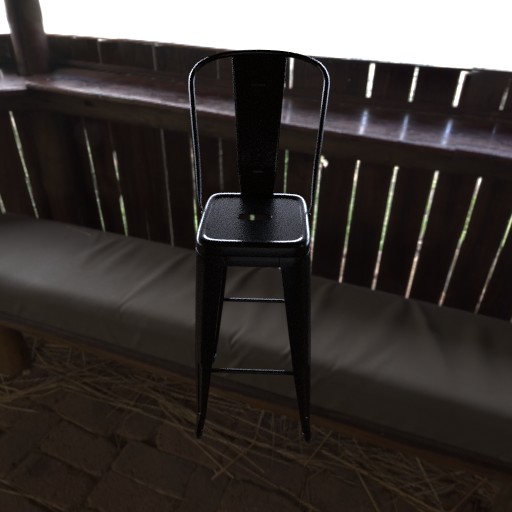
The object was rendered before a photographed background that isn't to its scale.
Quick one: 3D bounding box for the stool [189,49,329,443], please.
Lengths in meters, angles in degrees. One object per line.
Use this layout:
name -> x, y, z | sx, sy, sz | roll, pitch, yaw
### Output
stool -> 0.000, 0.000, 1.358 | 0.399, 1.096, 0.513 | 1, 32, 2
